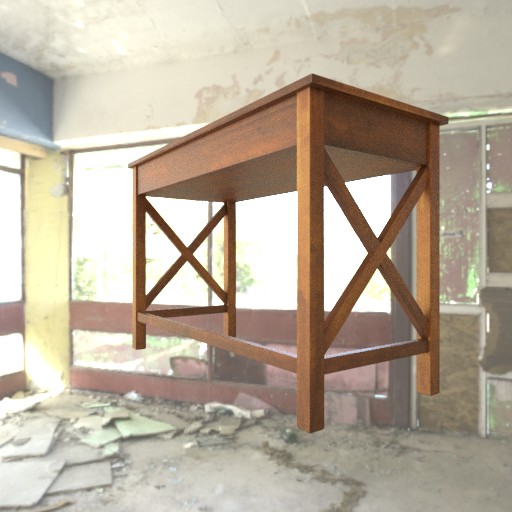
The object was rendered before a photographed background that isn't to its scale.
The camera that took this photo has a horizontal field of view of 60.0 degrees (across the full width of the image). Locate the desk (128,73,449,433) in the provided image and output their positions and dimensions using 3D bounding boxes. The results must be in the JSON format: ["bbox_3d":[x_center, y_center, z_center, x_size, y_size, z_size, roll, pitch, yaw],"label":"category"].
[{"bbox_3d":[0.000,0.000,1.525,0.508,0.762,1.117,0,0,-35],"label":"desk"}]
